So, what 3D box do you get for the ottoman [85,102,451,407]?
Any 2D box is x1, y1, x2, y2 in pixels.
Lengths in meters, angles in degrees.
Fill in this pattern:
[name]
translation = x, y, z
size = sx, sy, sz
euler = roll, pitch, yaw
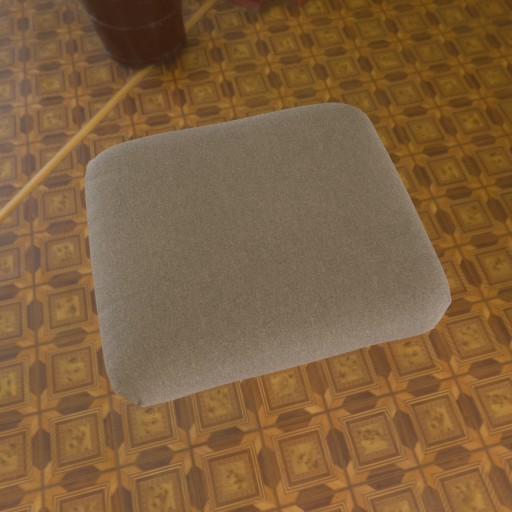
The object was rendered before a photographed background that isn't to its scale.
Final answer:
[ottoman]
translation = 0.000, 0.000, 1.129
size = 0.747, 0.450, 0.622
euler = -13, 65, -6
